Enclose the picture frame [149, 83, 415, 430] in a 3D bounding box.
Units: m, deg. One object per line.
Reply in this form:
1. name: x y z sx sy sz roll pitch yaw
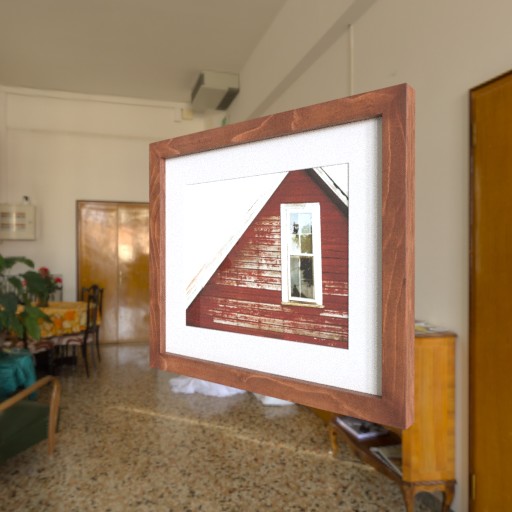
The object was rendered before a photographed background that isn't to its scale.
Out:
1. picture frame: 0.000 0.000 0.548 0.381 0.330 0.025 0 0 38
